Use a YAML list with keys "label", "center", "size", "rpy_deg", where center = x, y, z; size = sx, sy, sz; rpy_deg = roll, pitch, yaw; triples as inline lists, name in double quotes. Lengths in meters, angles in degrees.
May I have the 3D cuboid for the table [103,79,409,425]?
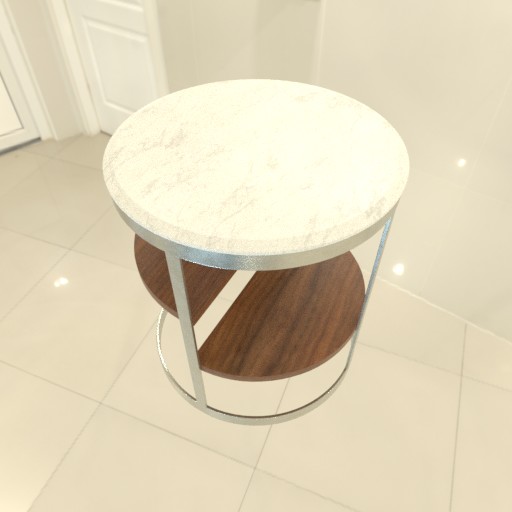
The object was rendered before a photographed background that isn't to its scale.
- label: "table"
  center: [0.000, 0.000, 0.761]
  size: [0.407, 0.447, 0.407]
  rpy_deg: [0, 46, 0]
